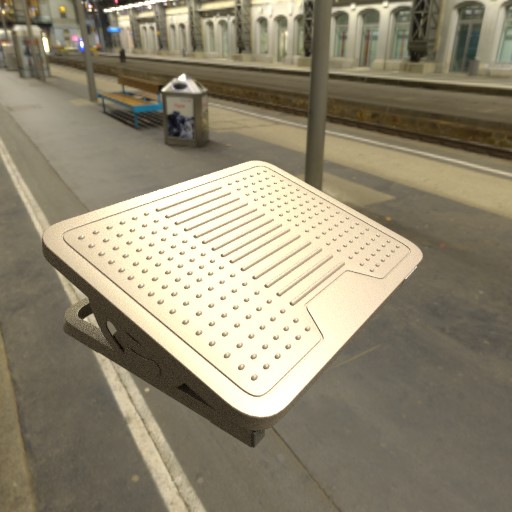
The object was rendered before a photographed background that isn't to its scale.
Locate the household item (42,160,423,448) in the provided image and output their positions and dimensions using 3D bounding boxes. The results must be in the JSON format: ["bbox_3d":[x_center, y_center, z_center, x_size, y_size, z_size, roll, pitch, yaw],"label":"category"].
[{"bbox_3d":[0.000,0.000,0.534,0.301,0.126,0.390,18,31,33],"label":"household item"}]
